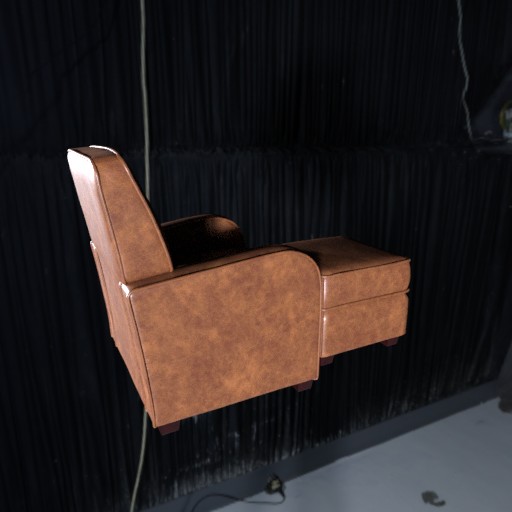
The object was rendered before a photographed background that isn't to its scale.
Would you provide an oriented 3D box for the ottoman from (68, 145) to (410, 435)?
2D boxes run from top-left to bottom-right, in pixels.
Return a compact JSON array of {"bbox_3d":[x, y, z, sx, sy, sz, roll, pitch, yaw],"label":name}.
[{"bbox_3d":[0.000,0.000,1.840,1.314,0.904,0.732,-8,19,-26],"label":"ottoman"}]
